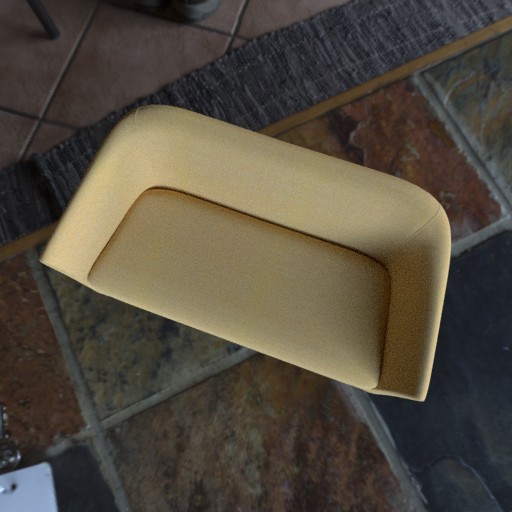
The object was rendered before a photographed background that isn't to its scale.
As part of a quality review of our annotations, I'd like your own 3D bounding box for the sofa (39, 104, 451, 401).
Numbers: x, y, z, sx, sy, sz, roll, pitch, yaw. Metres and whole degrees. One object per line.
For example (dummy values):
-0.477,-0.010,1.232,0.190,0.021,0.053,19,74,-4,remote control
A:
0.000,0.000,1.844,1.452,0.721,0.705,19,75,5,sofa
